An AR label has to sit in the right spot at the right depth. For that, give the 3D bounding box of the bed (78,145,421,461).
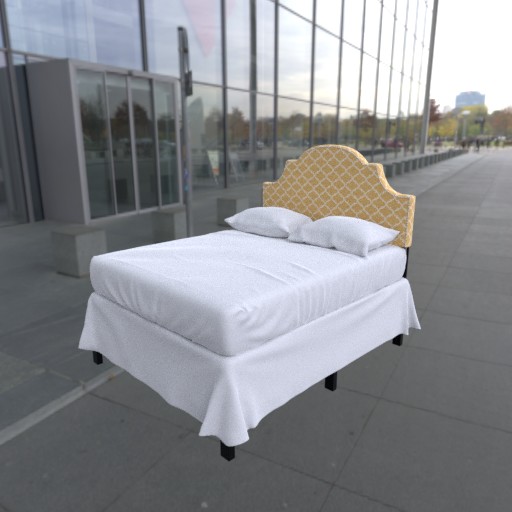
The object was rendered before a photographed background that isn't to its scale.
[{"bbox_3d":[0.000,0.000,3.391,1.780,1.633,2.222,14,20,43],"label":"bed"}]
